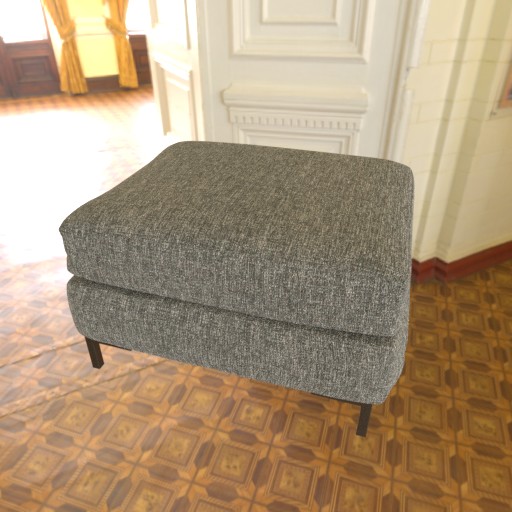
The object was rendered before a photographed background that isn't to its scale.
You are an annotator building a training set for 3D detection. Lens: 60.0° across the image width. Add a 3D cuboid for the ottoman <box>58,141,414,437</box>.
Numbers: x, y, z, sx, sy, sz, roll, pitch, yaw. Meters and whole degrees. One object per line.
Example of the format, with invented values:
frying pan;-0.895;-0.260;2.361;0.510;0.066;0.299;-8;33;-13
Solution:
ottoman;0.000;0.000;1.233;0.828;0.480;0.683;9;33;15
